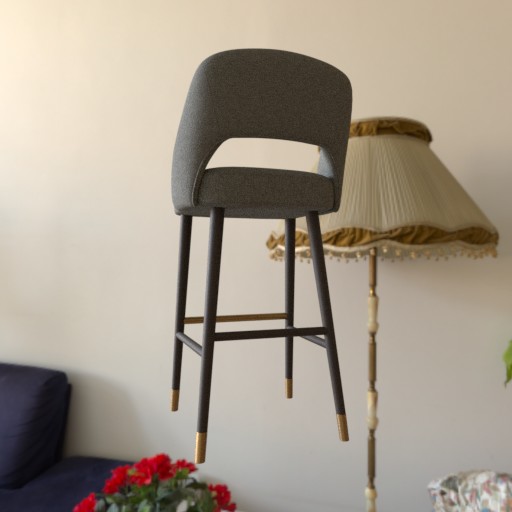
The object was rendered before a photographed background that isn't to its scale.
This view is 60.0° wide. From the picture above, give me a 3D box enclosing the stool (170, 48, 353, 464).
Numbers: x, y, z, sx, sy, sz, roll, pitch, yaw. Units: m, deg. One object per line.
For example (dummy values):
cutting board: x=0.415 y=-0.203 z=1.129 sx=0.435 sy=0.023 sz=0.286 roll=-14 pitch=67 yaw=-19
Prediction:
stool: x=0.000 y=0.000 z=1.405 sx=0.536 sy=1.089 sz=0.524 roll=0 pitch=0 yaw=-19
